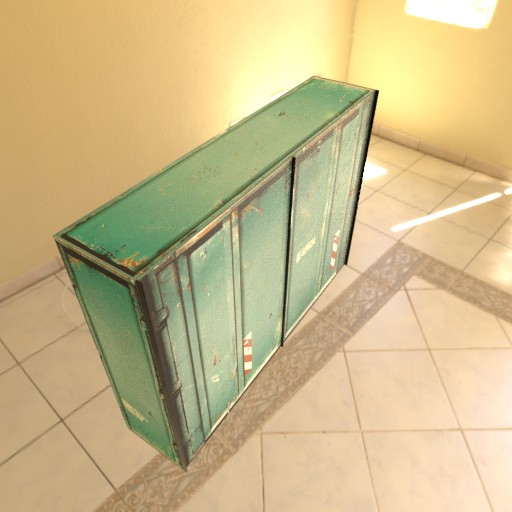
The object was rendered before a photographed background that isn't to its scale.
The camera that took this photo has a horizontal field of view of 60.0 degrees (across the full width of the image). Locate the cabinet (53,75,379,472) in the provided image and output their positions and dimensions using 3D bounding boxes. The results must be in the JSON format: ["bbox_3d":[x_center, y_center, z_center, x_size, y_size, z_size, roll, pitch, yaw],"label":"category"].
[{"bbox_3d":[0.000,0.000,3.952,0.680,2.160,3.001,24,47,25],"label":"cabinet"}]
